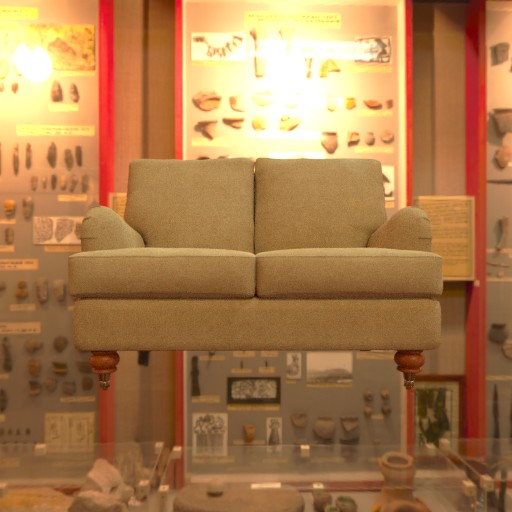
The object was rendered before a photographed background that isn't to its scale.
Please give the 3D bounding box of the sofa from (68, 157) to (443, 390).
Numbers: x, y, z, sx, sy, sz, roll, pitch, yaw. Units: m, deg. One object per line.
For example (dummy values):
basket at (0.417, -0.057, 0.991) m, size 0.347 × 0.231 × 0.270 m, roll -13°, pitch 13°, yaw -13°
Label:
sofa at (0.000, 0.000, 2.208) m, size 1.498 × 1.087 × 1.086 m, roll 0°, pitch 1°, yaw 0°
